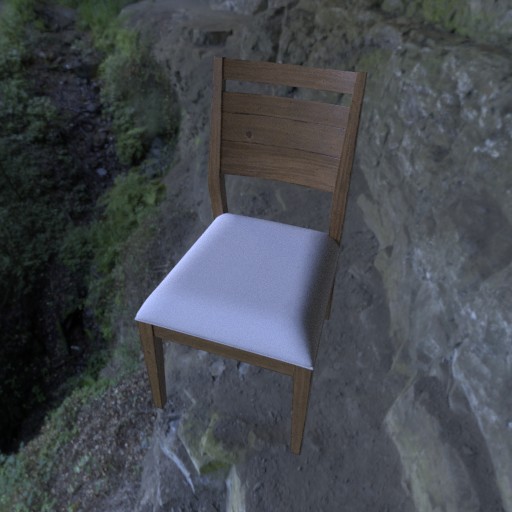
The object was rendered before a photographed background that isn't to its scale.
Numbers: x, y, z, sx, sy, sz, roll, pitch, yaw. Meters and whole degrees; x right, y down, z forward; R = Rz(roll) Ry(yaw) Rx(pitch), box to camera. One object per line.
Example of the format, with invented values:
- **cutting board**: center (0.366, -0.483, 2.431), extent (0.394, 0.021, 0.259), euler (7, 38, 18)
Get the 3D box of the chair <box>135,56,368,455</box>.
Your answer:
- **chair**: center (0.000, 0.000, 1.305), extent (0.497, 0.939, 0.610), euler (13, 42, 15)
